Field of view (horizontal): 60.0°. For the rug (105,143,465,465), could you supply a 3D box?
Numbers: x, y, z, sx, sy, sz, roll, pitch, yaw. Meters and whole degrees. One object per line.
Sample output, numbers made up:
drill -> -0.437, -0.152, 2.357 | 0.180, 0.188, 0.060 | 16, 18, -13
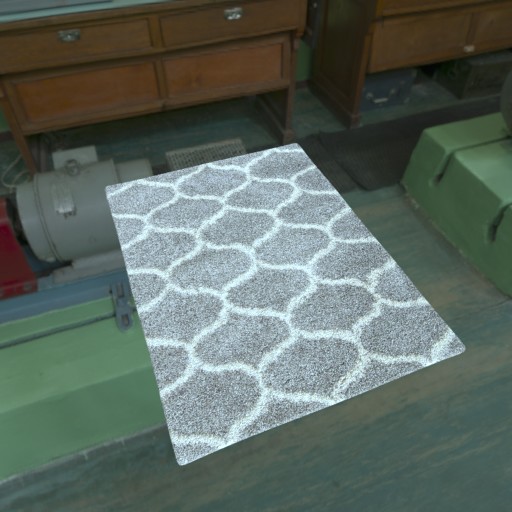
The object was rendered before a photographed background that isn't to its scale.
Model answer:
rug -> 0.000, 0.000, 2.143 | 1.200, 0.025, 1.600 | -16, 49, -15
